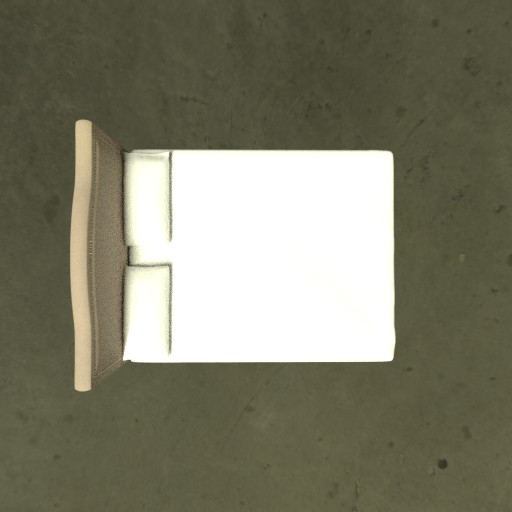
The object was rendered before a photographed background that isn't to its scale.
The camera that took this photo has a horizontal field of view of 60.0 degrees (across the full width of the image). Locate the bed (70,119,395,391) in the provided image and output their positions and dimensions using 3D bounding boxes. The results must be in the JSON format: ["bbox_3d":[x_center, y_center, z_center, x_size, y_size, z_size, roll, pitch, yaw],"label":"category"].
[{"bbox_3d":[0.000,0.000,3.412,2.282,1.436,1.821,0,90,-1],"label":"bed"}]
